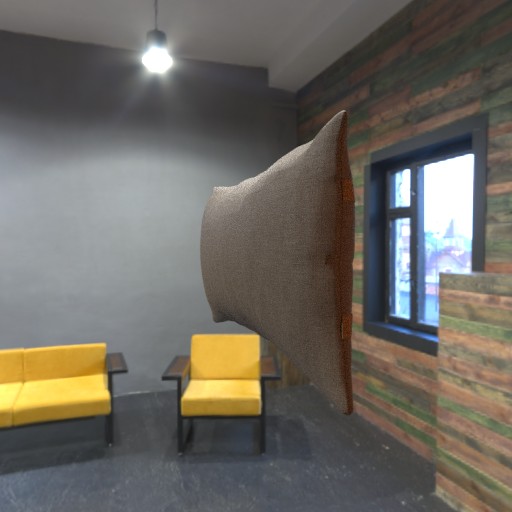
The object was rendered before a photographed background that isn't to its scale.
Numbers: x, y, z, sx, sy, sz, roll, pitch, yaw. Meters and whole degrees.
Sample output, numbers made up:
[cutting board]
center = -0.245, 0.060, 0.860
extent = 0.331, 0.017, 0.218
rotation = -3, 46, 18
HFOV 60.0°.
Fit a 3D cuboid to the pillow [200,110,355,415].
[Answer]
[pillow]
center = 0.000, 0.000, 0.724
extent = 0.148, 0.308, 0.612
rotation = 0, 1, -18
